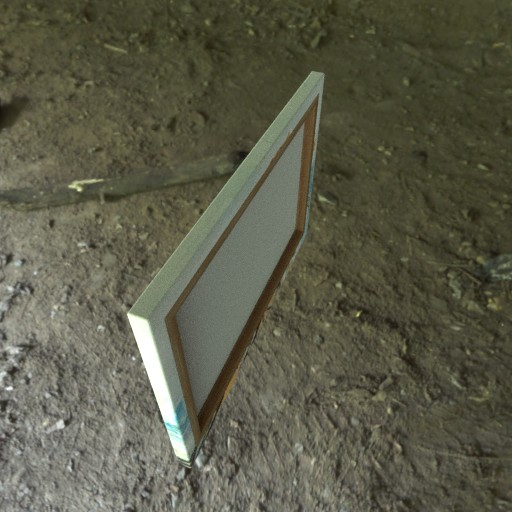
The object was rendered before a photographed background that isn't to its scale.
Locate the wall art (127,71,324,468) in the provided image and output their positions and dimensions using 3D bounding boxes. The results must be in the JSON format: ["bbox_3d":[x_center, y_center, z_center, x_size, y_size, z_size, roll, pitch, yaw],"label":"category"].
[{"bbox_3d":[0.000,0.000,1.162,0.038,0.609,0.913,17,48,15],"label":"wall art"}]
